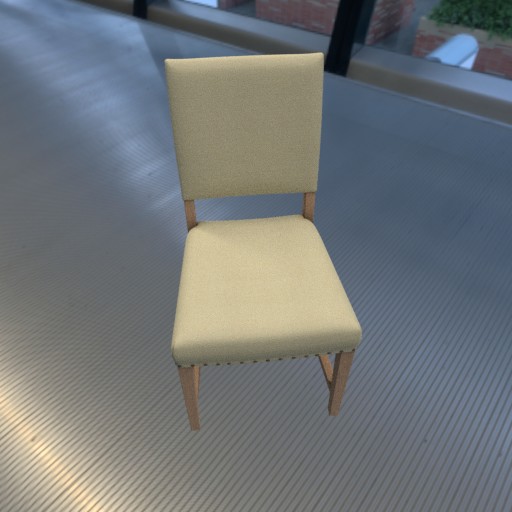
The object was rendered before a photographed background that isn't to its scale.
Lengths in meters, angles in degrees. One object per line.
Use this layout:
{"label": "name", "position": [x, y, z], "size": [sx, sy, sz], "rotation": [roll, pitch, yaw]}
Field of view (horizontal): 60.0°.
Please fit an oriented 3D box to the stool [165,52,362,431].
{"label": "stool", "position": [0.000, 0.000, 1.353], "size": [0.508, 0.986, 0.623], "rotation": [-4, 45, -4]}
